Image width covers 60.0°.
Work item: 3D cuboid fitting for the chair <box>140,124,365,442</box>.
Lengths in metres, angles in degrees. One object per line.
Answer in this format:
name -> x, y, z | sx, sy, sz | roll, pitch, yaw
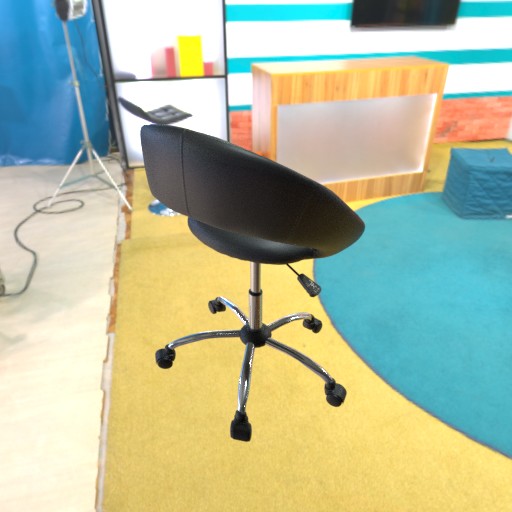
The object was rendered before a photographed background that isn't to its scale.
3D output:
chair -> 0.000, 0.000, 1.208 | 0.612, 0.791, 0.538 | 23, 38, 32
